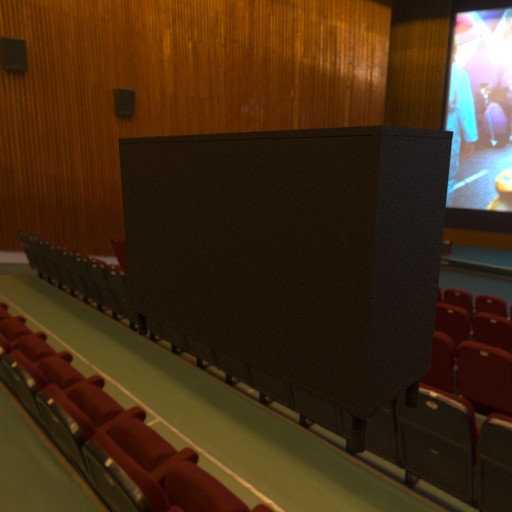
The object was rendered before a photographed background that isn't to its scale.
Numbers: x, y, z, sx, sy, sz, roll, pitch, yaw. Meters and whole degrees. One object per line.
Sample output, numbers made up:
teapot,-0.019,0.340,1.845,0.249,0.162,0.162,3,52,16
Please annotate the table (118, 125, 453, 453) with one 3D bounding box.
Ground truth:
table,0.000,0.000,1.629,0.400,0.855,1.200,-12,18,-43
